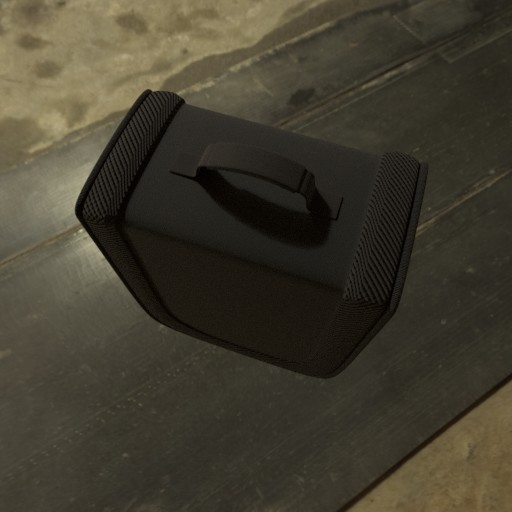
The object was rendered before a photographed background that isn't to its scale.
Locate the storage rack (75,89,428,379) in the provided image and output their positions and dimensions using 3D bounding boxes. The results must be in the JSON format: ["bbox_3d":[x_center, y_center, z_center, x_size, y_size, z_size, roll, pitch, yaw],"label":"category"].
[{"bbox_3d":[0.000,0.000,0.549,0.297,0.387,0.168,17,65,8],"label":"storage rack"}]
